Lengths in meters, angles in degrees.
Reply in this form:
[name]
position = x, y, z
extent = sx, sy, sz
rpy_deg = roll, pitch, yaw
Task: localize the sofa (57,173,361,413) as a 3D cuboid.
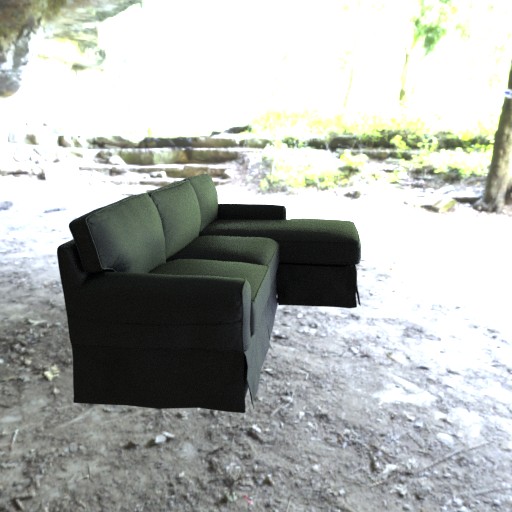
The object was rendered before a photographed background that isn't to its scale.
[sofa]
position = 0.000, 0.000, 3.292
extent = 1.637, 1.039, 2.518
rpy_deg = 2, 16, 8
